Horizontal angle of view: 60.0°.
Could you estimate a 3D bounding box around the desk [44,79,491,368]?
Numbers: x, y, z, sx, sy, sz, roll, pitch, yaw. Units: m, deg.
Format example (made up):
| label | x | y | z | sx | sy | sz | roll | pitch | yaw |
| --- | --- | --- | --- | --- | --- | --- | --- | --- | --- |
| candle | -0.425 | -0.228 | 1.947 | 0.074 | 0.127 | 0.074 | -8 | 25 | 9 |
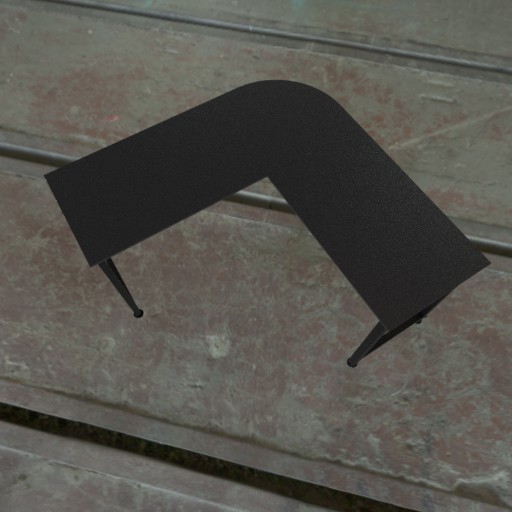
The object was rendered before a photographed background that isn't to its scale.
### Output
| label | x | y | z | sx | sy | sz | roll | pitch | yaw |
| --- | --- | --- | --- | --- | --- | --- | --- | --- | --- |
| desk | 0.000 | 0.000 | 2.255 | 1.400 | 0.762 | 1.400 | -29 | 67 | -14 |
